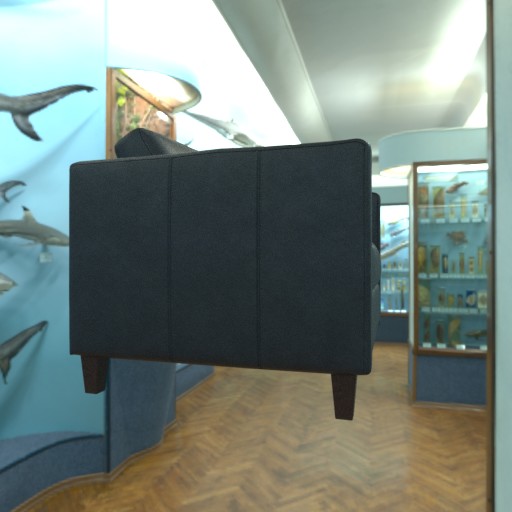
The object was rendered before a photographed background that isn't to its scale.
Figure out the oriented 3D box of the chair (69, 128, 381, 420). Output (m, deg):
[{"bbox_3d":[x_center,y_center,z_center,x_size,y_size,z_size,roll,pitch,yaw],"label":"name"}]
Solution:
[{"bbox_3d":[0.000,0.000,1.589,0.862,0.811,0.939,0,-1,17],"label":"chair"}]
